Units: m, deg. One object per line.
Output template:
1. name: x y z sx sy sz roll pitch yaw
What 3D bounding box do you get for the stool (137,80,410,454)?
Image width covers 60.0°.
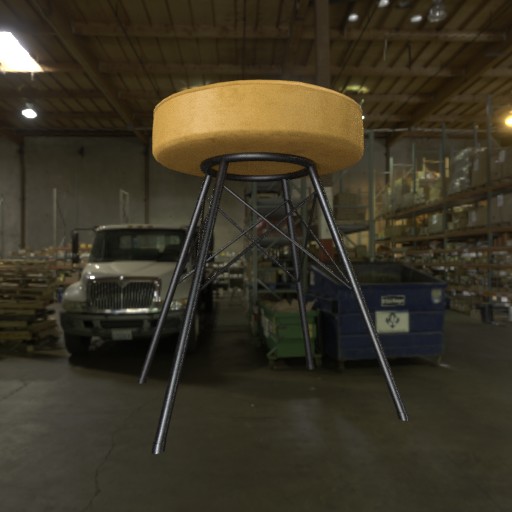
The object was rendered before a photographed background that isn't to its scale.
1. stool: 0.000 0.000 0.925 0.472 0.595 0.438 0 0 -16
